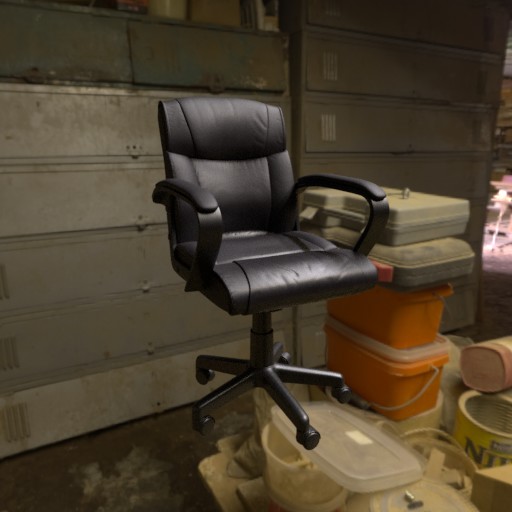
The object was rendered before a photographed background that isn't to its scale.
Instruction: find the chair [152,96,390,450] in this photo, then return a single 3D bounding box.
[{"bbox_3d":[0.000,0.000,1.402,0.576,0.998,0.641,-7,16,-26],"label":"chair"}]
